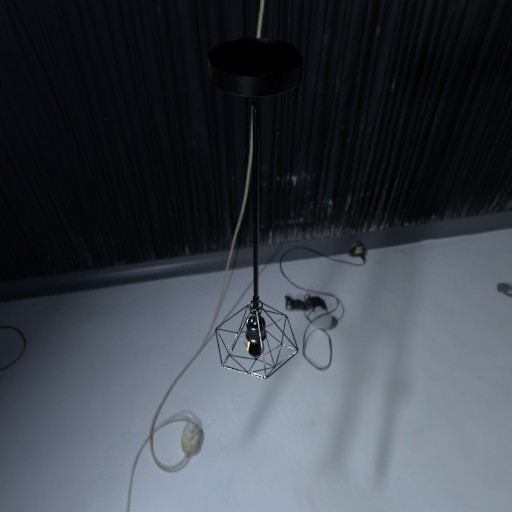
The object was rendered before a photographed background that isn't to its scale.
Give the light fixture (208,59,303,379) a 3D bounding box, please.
[{"bbox_3d":[0.000,0.000,1.993,0.431,1.764,0.487,-9,47,-9],"label":"light fixture"}]
